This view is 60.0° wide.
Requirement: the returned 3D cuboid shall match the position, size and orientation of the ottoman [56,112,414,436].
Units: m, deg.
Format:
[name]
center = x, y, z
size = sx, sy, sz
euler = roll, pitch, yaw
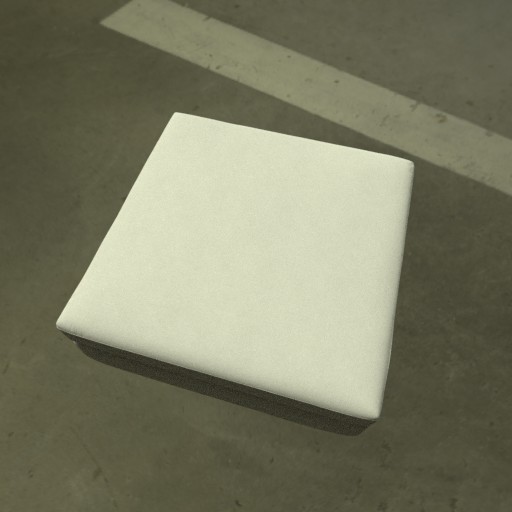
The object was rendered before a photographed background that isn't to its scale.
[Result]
[ottoman]
center = 0.000, 0.000, 1.878
size = 1.167, 0.482, 1.163
euler = 14, 60, 8
